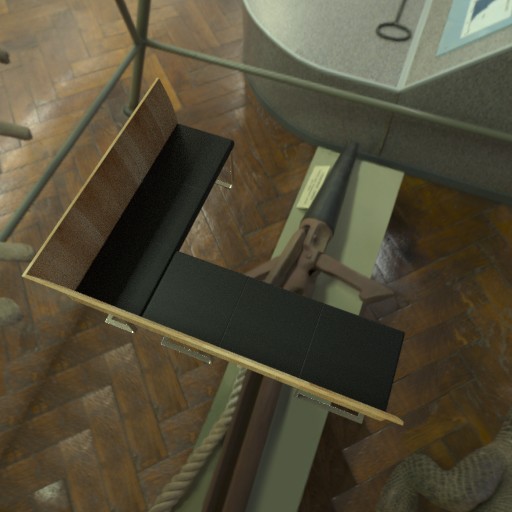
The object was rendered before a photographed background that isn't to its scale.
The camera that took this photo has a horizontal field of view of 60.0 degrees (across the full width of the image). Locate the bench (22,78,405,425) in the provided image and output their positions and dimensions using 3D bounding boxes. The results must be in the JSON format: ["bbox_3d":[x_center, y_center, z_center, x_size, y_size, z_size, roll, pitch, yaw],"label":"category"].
[{"bbox_3d":[0.000,0.000,2.794,1.945,0.930,1.495,19,65,9],"label":"bench"}]
